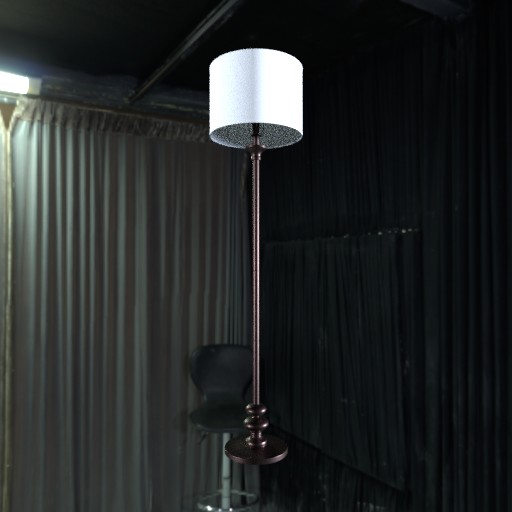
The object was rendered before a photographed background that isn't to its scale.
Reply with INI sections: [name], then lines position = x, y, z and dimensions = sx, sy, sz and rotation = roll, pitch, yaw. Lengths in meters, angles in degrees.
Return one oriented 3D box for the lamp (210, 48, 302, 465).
[lamp]
position = 0.000, 0.000, 1.706
dimensions = 0.356, 1.487, 0.356
rotation = 1, -1, -38
